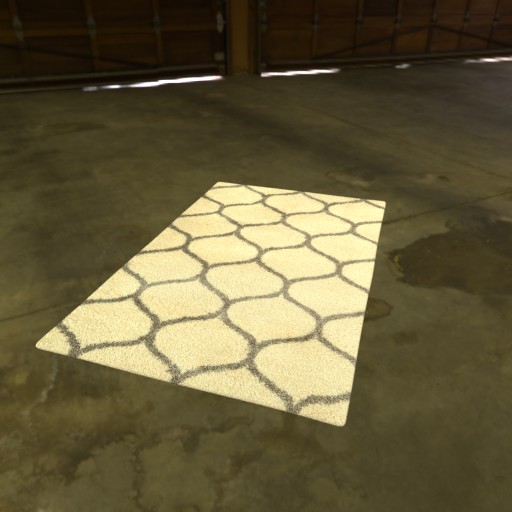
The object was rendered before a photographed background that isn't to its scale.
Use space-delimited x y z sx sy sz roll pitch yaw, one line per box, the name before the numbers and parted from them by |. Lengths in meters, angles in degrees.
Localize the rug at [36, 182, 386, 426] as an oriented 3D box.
rug | 0.000 0.000 2.911 1.501 0.024 2.348 9 31 16
